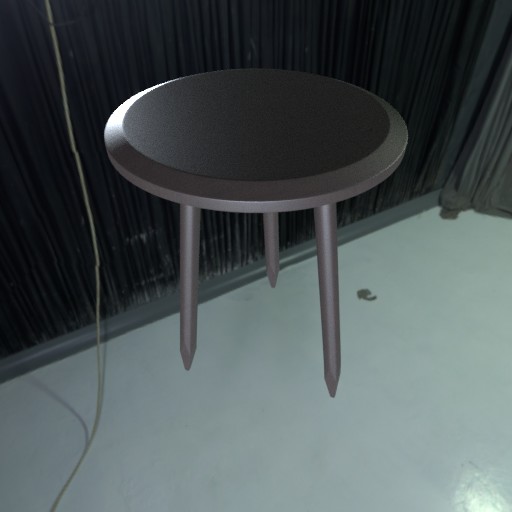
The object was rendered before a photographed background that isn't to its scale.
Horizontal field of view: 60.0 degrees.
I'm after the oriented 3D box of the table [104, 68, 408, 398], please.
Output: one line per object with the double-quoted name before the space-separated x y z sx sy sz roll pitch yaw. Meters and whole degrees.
"table" 0.000 0.000 0.874 0.457 0.585 0.457 0 41 0
